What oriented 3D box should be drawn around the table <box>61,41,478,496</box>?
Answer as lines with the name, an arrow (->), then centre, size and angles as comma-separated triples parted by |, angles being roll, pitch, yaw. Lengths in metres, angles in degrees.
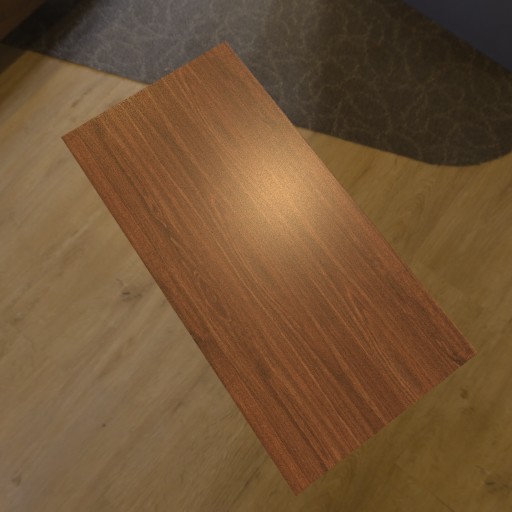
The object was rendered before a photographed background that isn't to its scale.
table -> 0.000, 0.000, 1.453 | 0.600, 0.400, 1.200 | -34, 78, -8
